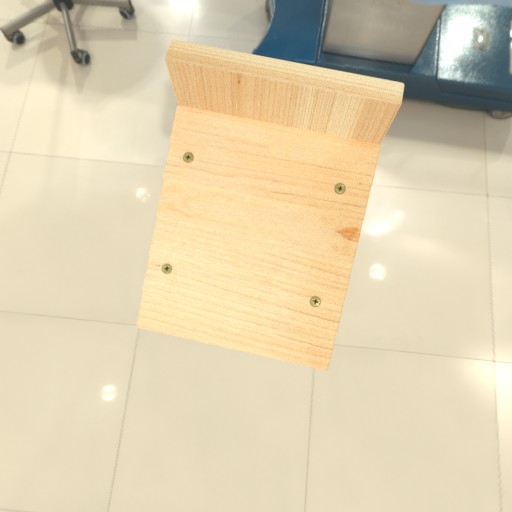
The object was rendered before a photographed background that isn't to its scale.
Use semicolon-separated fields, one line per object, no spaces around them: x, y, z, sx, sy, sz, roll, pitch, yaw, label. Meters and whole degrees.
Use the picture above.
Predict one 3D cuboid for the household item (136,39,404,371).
0.000;0.000;0.394;0.149;0.300;0.171;12;75;3;household item
